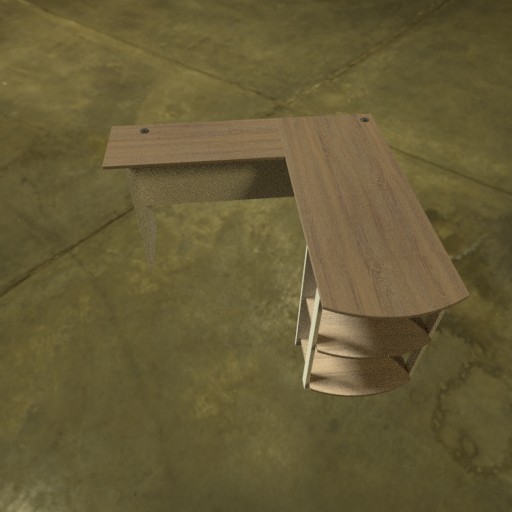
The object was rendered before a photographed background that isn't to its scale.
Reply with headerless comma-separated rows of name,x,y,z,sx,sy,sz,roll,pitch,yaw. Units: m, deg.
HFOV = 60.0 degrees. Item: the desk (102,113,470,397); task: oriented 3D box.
desk,0.000,0.000,2.133,1.361,0.716,1.303,-4,47,-4
